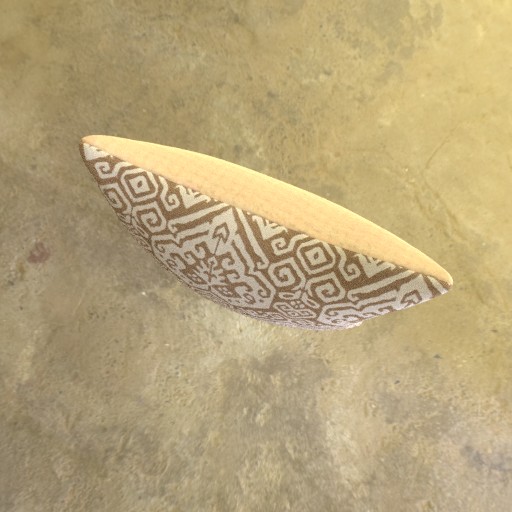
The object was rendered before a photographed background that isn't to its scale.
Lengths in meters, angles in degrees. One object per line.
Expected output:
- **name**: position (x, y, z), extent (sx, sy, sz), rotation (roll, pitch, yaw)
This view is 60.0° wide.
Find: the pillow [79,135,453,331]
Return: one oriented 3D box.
- **pillow**: position (0.000, 0.000, 0.645), extent (0.419, 0.407, 0.173), rotation (22, 77, 5)
